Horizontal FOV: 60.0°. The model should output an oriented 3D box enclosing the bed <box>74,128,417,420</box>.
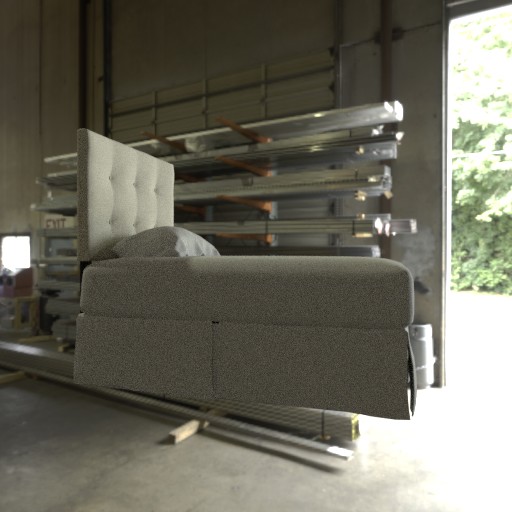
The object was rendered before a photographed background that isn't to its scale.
[{"bbox_3d":[0.000,0.000,2.969,1.997,1.571,1.261,0,0,17],"label":"bed"}]
